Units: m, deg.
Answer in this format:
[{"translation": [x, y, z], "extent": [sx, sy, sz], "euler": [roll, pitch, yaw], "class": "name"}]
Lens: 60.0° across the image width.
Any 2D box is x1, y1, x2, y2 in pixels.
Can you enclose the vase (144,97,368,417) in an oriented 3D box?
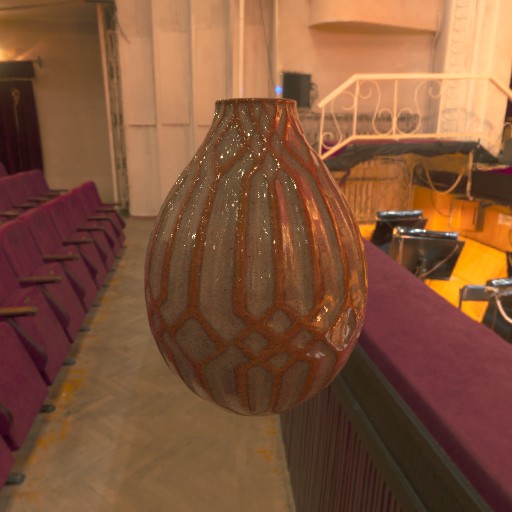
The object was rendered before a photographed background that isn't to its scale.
[{"translation": [0.000, 0.000, 0.263], "extent": [0.131, 0.175, 0.131], "euler": [0, 16, 0], "class": "vase"}]
